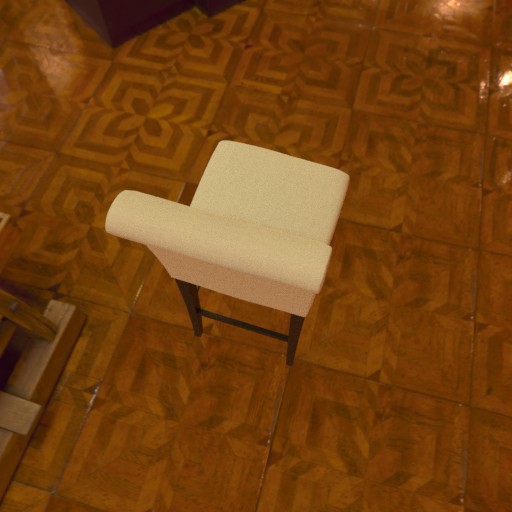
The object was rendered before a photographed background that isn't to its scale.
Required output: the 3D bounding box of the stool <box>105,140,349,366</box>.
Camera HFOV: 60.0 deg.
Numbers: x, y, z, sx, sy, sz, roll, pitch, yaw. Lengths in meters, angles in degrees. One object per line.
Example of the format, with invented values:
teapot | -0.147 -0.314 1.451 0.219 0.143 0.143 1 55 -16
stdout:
stool | 0.000 0.000 1.455 0.452 1.124 0.597 16 64 8
